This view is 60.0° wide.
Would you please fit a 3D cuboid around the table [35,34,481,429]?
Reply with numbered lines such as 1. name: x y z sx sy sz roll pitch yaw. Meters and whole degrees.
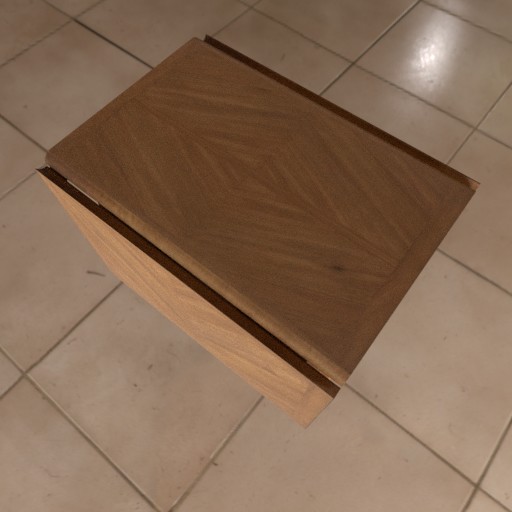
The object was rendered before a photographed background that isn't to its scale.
1. table: 0.000 0.000 1.603 0.967 0.981 0.701 35 68 16
